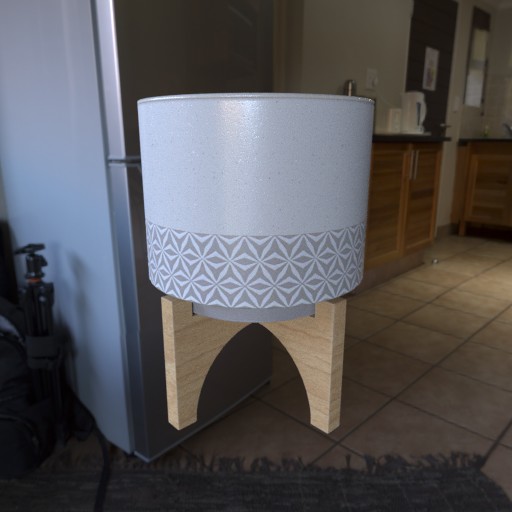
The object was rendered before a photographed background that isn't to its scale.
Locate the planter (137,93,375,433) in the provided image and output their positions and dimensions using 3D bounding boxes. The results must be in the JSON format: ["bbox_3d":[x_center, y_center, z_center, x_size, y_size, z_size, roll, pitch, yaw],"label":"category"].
[{"bbox_3d":[0.000,0.000,0.524,0.249,0.343,0.249,0,15,0],"label":"planter"}]
